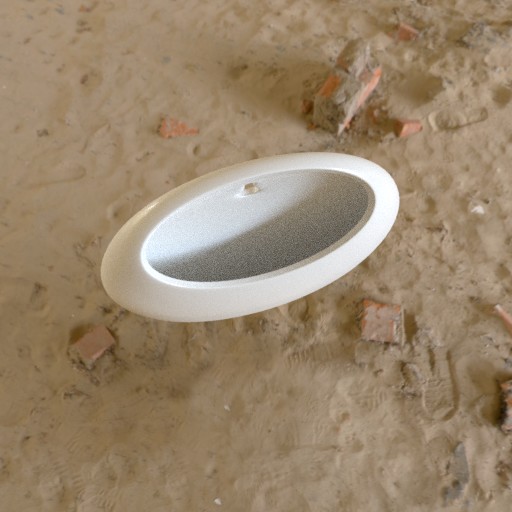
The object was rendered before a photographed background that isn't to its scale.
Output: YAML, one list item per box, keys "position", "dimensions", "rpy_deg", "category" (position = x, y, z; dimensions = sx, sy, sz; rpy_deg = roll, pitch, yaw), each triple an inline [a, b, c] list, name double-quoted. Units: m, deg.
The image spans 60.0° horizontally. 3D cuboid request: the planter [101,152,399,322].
- position: [0.000, 0.000, 0.278]
  dimensions: [0.185, 0.188, 0.043]
  rpy_deg: [-14, 66, -7]
  category: "planter"
